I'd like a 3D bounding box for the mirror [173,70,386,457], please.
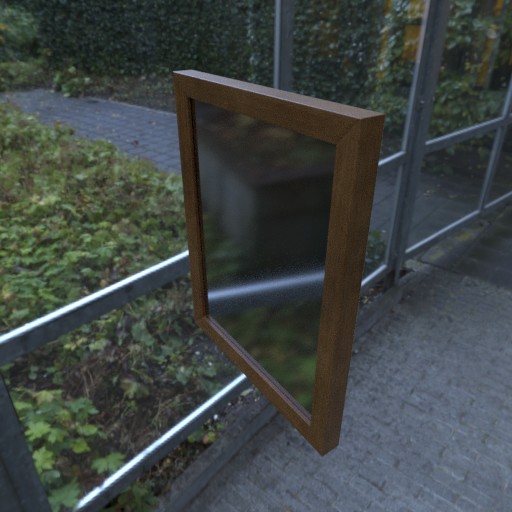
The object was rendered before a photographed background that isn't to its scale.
[{"bbox_3d":[0.000,0.000,0.706,0.041,0.508,0.405,-20,35,-30],"label":"mirror"}]
